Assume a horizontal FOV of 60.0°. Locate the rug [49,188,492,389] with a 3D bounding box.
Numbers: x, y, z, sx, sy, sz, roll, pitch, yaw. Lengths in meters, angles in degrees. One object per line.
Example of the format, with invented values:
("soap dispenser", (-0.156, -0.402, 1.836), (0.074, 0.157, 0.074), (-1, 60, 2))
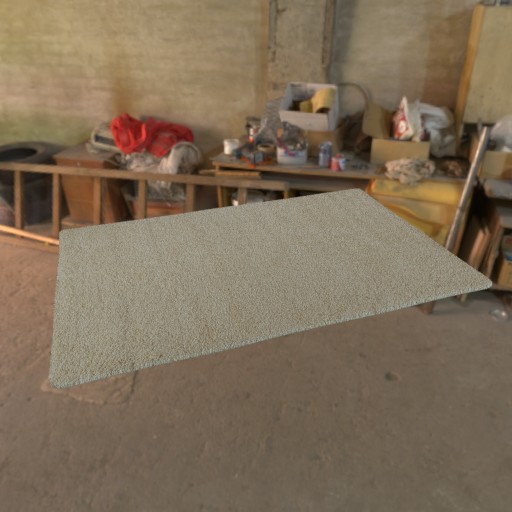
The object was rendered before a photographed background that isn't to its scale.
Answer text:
("rug", (0.000, 0.000, 2.781), (2.349, 0.026, 1.500), (-10, 32, -16))
